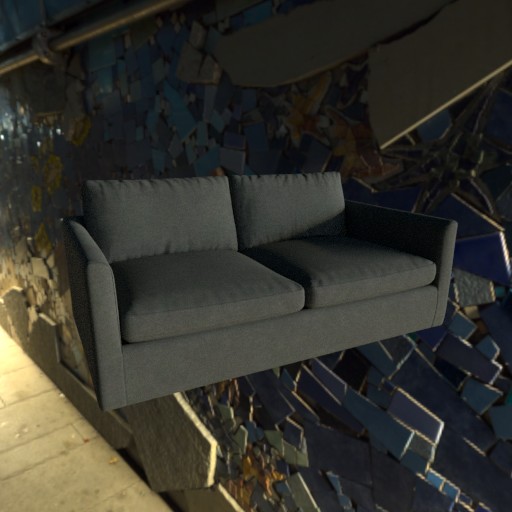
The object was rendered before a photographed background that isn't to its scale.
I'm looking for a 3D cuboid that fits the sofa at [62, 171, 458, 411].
[{"bbox_3d":[0.000,0.000,2.485,1.909,0.845,1.091,-7,16,-26],"label":"sofa"}]
